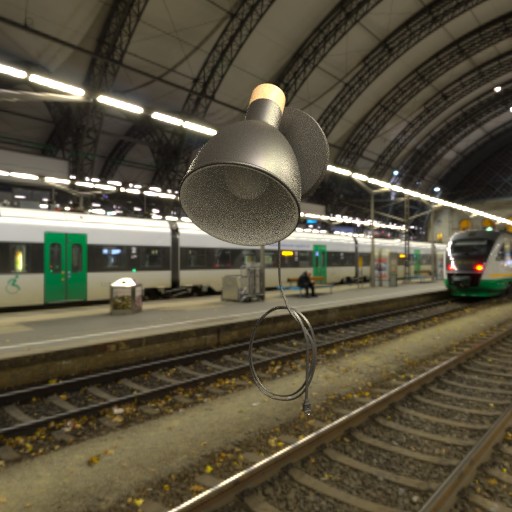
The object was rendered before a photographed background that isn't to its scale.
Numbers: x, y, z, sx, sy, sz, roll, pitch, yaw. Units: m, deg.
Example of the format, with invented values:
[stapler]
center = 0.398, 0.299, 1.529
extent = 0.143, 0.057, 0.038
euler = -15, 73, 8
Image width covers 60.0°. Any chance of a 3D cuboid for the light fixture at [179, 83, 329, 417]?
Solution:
[light fixture]
center = 0.000, 0.000, 0.487
extent = 0.127, 0.401, 0.203
euler = 0, -1, 19
